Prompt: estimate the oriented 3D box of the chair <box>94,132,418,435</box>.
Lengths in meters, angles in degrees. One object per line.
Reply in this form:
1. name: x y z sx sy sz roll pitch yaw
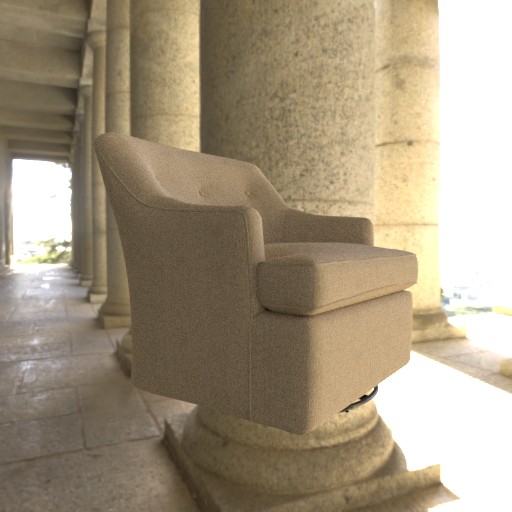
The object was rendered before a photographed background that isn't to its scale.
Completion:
1. chair: 0.000 0.000 1.565 0.923 0.856 0.864 2 3 37
